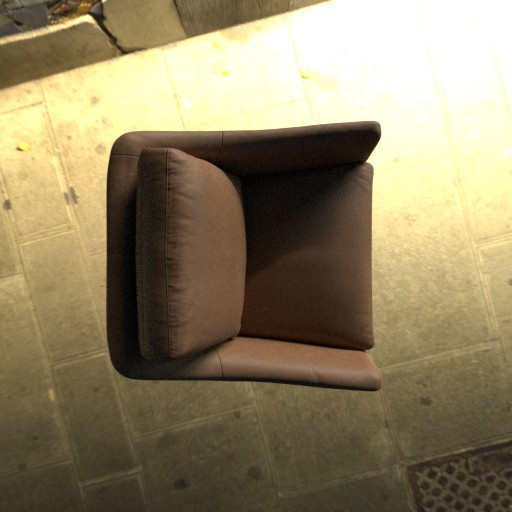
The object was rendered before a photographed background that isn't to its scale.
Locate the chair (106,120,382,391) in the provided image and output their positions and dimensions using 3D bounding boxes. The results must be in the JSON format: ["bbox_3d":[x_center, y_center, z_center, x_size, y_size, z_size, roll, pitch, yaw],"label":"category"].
[{"bbox_3d":[0.000,0.000,1.748,0.963,0.895,0.988,0,90,0],"label":"chair"}]
